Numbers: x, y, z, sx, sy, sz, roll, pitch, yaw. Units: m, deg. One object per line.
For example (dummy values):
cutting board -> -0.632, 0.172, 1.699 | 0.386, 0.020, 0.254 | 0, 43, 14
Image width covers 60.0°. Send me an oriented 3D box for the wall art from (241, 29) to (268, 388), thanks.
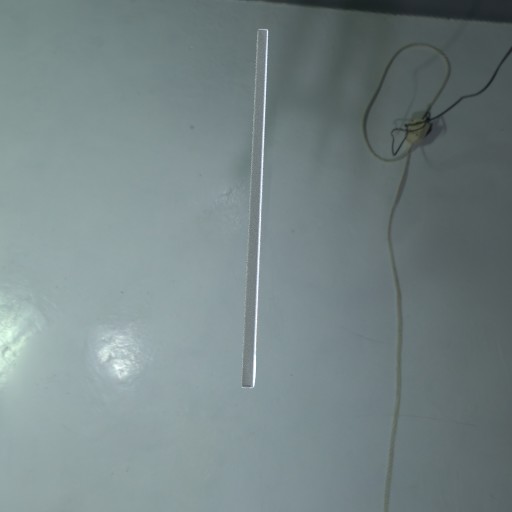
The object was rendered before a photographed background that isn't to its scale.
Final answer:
wall art -> 0.000, 0.000, 0.691 | 0.012, 0.529, 0.374 | 2, 76, 1
